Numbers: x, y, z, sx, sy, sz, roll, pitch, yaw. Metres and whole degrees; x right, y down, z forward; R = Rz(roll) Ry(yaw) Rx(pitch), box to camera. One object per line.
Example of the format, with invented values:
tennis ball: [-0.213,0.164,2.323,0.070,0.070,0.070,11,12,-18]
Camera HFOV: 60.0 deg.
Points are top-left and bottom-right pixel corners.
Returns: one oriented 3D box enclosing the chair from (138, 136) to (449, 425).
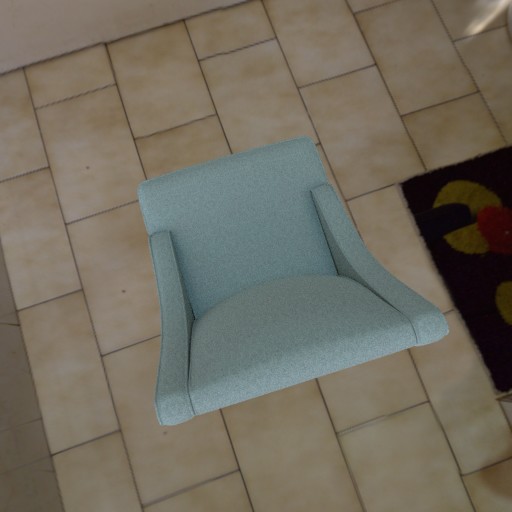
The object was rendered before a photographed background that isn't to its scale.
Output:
chair: [0.000,0.000,1.873,0.857,1.133,1.025,-17,78,-4]
